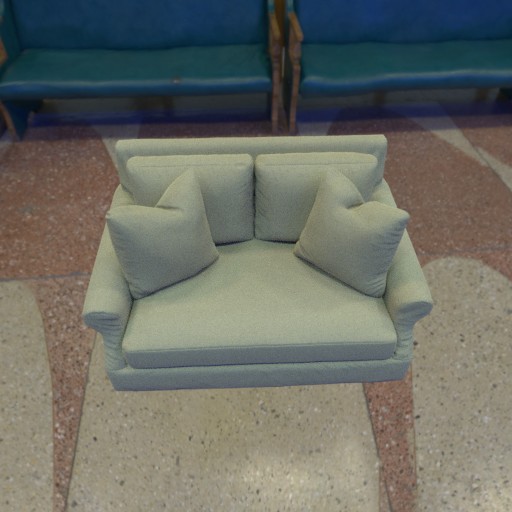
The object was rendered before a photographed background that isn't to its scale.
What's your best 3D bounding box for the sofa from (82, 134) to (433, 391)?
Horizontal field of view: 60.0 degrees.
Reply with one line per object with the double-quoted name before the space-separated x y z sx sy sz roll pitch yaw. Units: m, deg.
"sofa" 0.000 0.000 2.242 1.550 0.905 1.070 -2 46 -2
